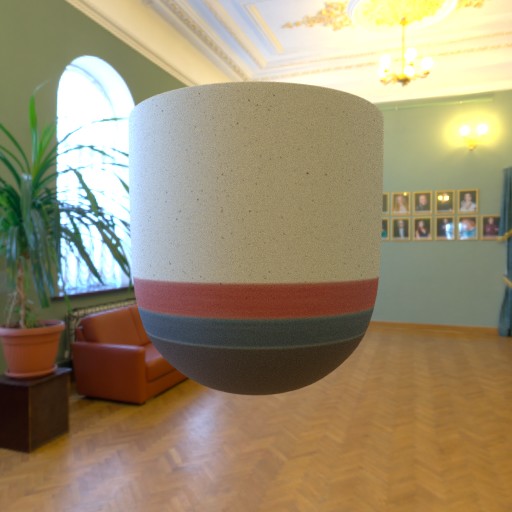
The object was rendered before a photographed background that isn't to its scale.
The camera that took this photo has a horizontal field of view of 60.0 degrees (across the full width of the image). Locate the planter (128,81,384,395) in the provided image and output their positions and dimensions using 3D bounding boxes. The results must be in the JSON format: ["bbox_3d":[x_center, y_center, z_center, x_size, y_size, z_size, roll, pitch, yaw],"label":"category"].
[{"bbox_3d":[0.000,0.000,0.369,0.204,0.214,0.204,0,1,0],"label":"planter"}]
